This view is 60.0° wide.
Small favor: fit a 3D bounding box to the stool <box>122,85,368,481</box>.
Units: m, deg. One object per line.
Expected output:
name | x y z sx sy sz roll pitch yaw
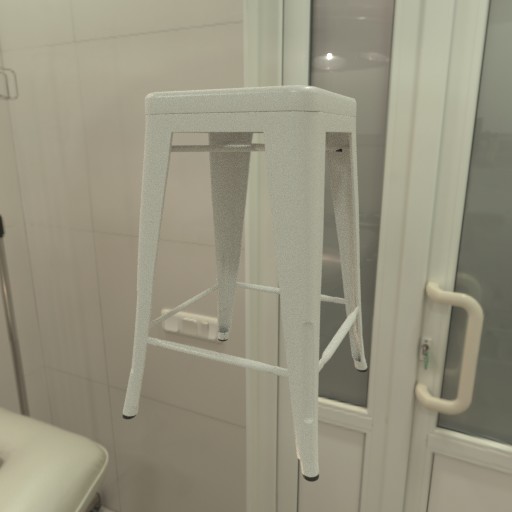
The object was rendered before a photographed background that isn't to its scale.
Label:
stool | 0.000 0.000 0.892 0.406 0.610 0.406 7 17 24
